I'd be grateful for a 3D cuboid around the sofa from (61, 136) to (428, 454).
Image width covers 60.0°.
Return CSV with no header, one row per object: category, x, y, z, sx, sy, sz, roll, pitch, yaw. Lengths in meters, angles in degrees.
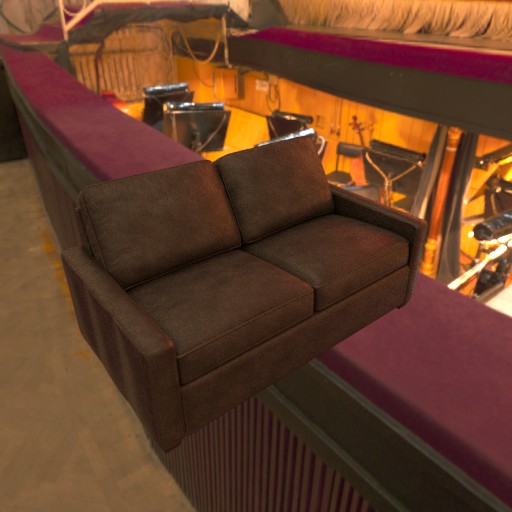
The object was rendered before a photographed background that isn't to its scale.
sofa,0.000,0.000,2.358,1.732,0.916,0.939,-22,37,-32
